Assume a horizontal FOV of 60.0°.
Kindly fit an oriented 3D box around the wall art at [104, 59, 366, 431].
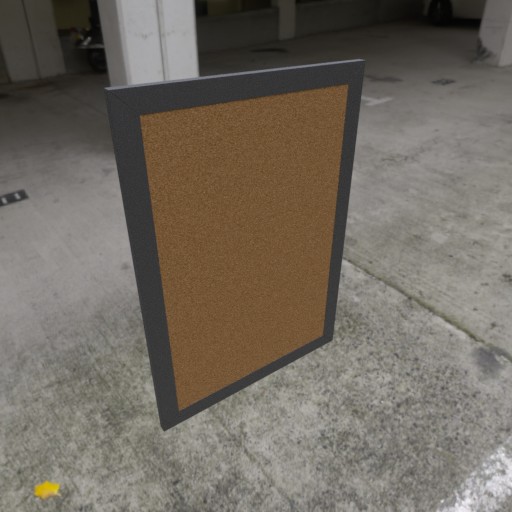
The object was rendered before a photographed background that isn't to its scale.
[{"bbox_3d":[0.000,0.000,0.687,0.380,0.534,0.013,-20,37,-30],"label":"wall art"}]
